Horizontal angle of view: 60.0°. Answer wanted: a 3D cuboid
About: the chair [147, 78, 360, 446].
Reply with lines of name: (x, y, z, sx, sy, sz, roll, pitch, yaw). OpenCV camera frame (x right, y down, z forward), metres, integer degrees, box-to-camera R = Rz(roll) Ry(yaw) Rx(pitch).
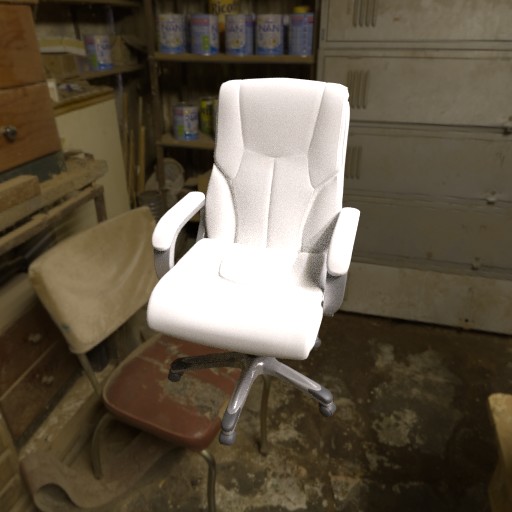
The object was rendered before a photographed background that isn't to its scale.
chair: (0.000, 0.000, 1.579, 0.687, 1.120, 0.738, 8, 28, 15)
